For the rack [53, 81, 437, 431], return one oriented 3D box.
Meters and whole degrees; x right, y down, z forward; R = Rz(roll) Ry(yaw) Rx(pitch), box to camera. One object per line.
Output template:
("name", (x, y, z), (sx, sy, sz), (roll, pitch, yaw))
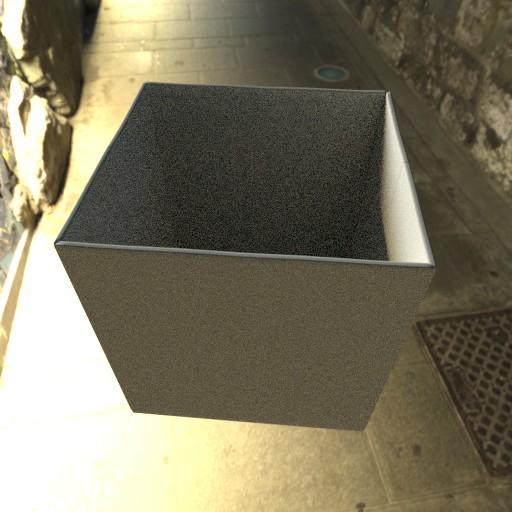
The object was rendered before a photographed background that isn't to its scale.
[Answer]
("rack", (0.000, 0.000, 0.494), (0.270, 0.280, 0.270), (3, 47, 3))
